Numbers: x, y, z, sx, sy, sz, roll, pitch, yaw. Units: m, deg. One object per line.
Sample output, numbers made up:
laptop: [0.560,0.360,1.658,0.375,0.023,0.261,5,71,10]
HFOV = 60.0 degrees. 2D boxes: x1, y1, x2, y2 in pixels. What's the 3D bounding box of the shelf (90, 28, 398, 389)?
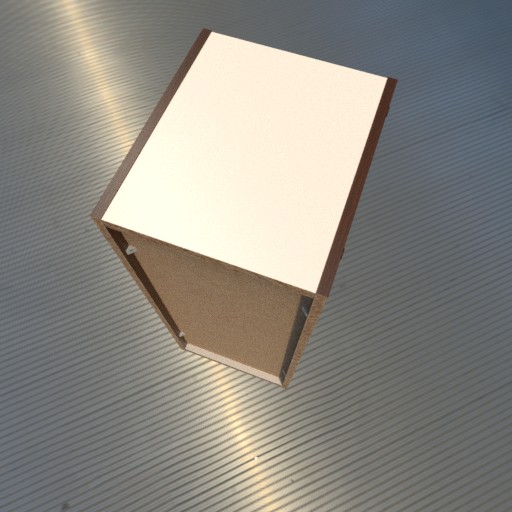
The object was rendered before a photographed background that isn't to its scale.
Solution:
shelf: [0.000,0.000,0.758,0.253,0.600,0.290,19,67,8]
